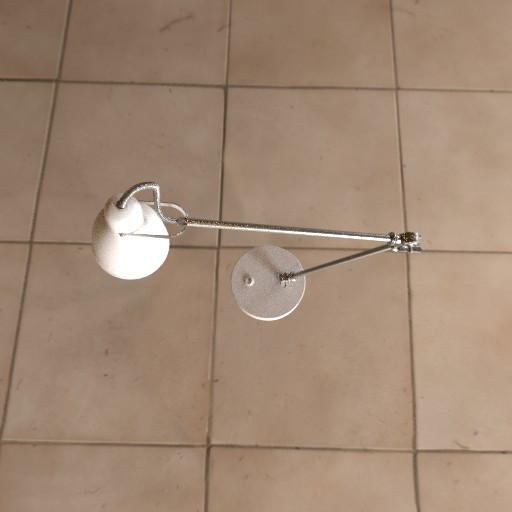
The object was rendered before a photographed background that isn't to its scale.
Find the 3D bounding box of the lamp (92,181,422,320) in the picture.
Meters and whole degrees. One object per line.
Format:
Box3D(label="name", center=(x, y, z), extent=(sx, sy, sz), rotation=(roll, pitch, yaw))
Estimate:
Box3D(label="lamp", center=(0.000, 0.000, 0.858), extent=(0.561, 0.587, 0.187), rotation=(0, 76, 0))
